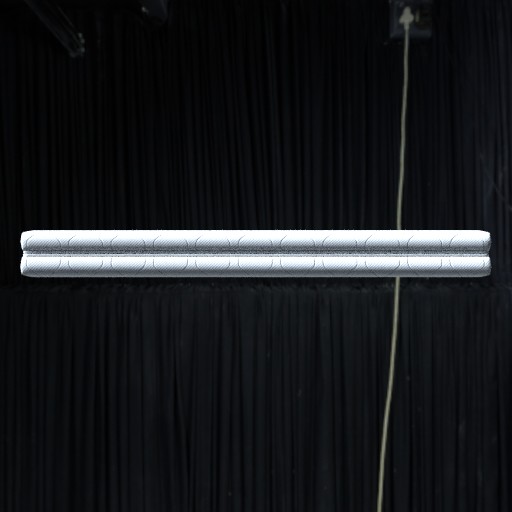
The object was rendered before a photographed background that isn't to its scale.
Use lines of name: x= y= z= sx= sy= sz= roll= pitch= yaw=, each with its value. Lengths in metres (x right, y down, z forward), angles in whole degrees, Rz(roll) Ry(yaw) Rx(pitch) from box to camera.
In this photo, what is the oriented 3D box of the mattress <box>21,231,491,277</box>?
mattress: x=0.000 y=0.000 z=2.677 sx=2.000 sy=0.200 sz=1.600 roll=0 pitch=-1 yaw=0
